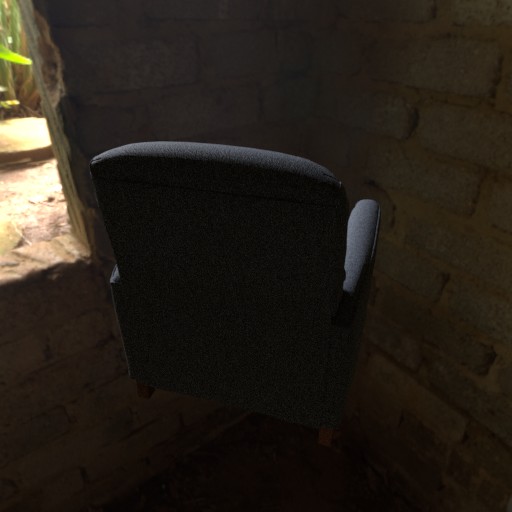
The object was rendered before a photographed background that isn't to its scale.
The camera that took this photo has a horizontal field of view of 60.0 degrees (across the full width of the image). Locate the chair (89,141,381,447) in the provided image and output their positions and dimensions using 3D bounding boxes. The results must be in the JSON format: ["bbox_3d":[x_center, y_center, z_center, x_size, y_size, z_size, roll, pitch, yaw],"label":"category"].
[{"bbox_3d":[0.000,0.000,1.625,0.839,1.016,0.850,9,32,15],"label":"chair"}]
